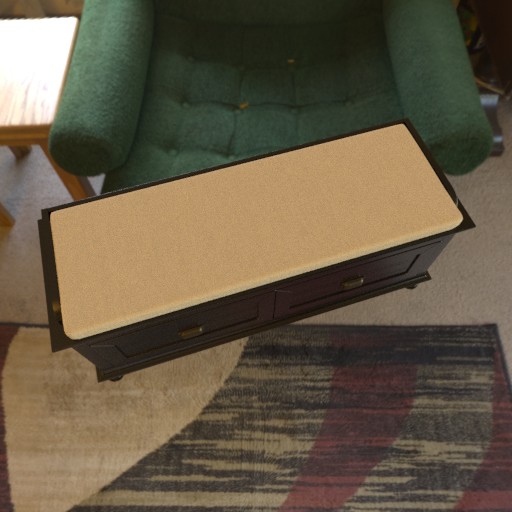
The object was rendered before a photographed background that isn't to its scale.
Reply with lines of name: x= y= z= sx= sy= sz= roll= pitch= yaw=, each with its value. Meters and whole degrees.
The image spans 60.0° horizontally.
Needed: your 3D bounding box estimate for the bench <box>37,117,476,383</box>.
bench: x=0.000 y=0.000 z=1.440 sx=1.185 sy=0.501 sz=0.402 roll=-16 pitch=64 yaw=-8
